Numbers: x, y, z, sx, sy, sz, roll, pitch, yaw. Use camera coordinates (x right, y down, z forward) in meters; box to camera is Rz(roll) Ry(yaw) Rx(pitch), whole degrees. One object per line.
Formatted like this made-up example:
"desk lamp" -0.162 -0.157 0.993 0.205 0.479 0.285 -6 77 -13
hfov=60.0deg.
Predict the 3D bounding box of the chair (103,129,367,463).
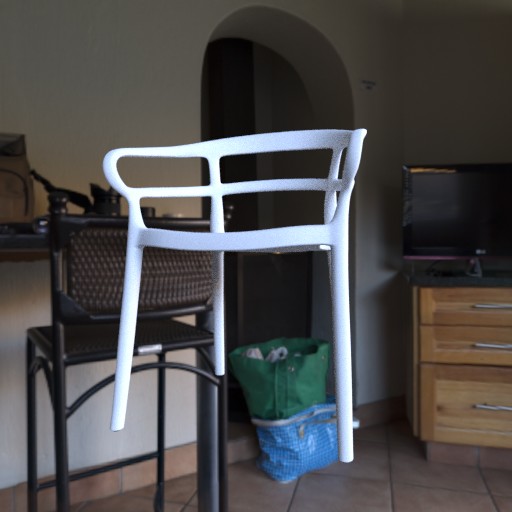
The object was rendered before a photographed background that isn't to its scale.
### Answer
"chair" 0.000 0.000 1.121 0.559 0.761 0.527 0 0 17
